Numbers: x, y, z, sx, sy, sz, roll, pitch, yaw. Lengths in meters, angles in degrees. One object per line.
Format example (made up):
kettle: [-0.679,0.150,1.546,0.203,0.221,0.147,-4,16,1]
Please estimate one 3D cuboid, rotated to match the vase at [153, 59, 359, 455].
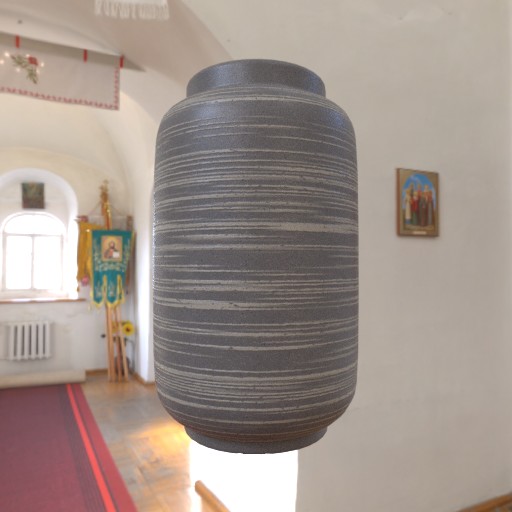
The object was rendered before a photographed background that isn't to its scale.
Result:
vase: [0.000,0.000,0.656,0.297,0.499,0.297,0,-1,0]
